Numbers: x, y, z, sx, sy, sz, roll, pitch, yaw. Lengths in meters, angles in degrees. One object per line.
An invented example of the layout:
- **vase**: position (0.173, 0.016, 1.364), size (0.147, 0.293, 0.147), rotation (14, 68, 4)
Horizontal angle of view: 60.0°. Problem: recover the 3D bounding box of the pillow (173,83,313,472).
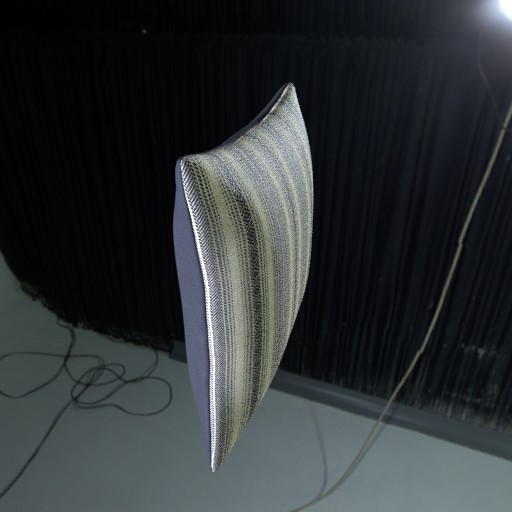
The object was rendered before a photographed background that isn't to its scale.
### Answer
- **pillow**: position (0.000, 0.000, 0.789), size (0.166, 0.508, 0.520), rotation (8, 31, 14)
